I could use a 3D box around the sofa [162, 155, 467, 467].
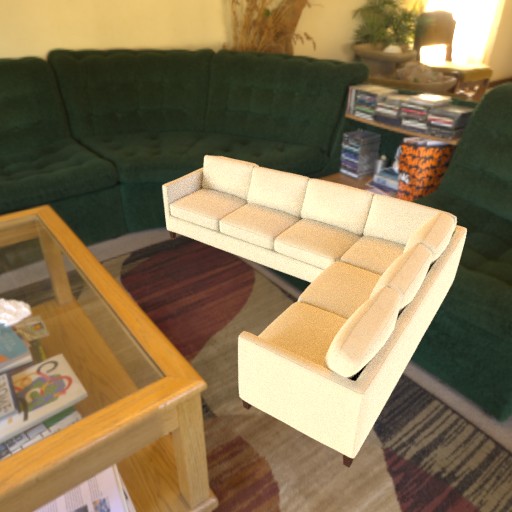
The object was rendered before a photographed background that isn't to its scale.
[{"bbox_3d":[0.000,0.000,4.352,3.302,0.947,2.593,20,36,29],"label":"sofa"}]
